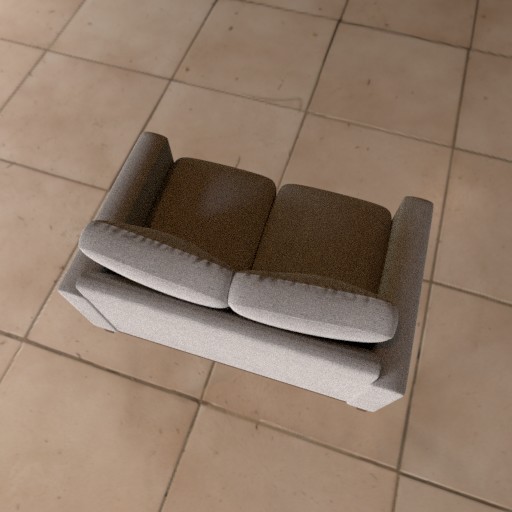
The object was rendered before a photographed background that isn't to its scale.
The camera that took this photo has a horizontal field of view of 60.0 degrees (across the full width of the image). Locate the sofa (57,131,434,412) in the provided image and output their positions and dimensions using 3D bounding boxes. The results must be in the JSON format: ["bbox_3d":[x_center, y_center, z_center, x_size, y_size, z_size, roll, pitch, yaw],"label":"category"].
[{"bbox_3d":[0.000,0.000,2.030,1.420,0.873,0.917,15,65,7],"label":"sofa"}]
